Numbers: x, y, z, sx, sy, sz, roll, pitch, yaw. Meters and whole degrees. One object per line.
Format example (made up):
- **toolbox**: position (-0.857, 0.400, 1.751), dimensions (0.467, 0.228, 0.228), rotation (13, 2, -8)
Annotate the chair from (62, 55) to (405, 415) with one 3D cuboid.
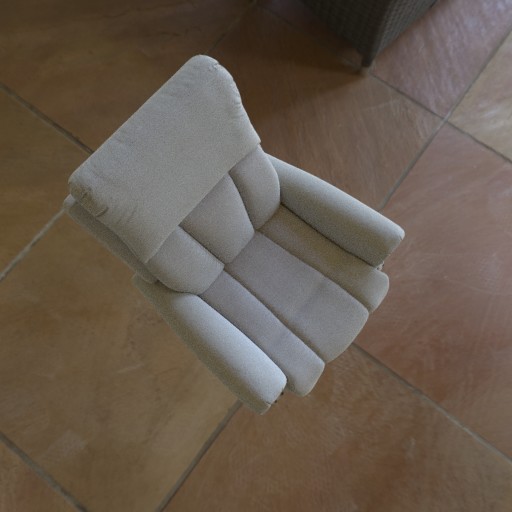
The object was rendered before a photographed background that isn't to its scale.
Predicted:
- **chair**: position (0.000, 0.000, 1.682), dimensions (0.979, 1.031, 0.871), rotation (39, 79, 9)
